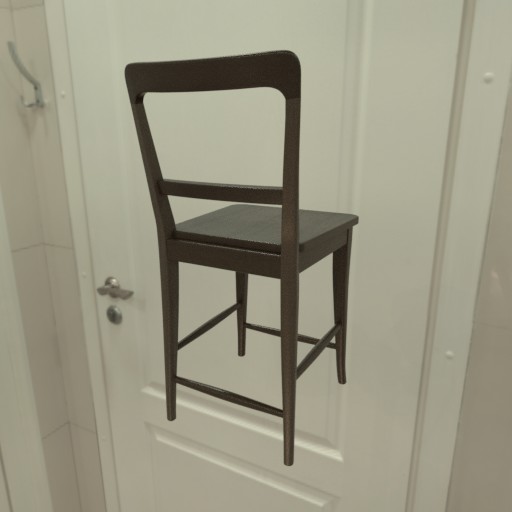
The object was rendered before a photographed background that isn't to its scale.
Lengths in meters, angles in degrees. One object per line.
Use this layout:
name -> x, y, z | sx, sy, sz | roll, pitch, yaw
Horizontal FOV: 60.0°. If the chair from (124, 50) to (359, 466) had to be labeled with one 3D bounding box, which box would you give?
chair -> 0.000, 0.000, 1.267 | 0.450, 0.991, 0.546 | 9, 18, 27
